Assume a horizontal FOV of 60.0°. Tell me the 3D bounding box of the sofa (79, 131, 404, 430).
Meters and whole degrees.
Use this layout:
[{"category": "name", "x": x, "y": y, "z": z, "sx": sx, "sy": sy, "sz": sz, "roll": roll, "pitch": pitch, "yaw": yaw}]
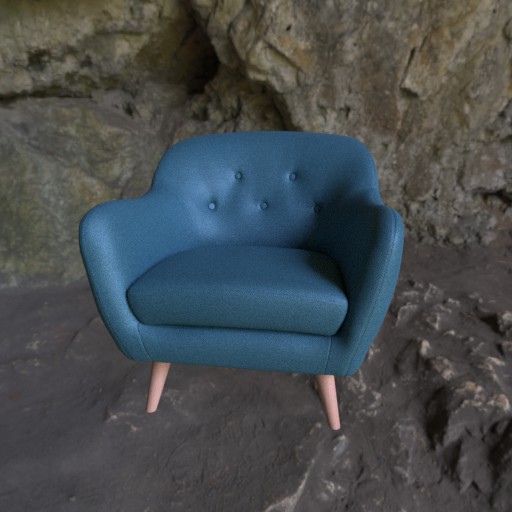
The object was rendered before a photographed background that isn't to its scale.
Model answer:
[{"category": "sofa", "x": 0.000, "y": 0.000, "z": 1.492, "sx": 0.836, "sy": 0.817, "sz": 0.825, "roll": 2, "pitch": 15, "yaw": 8}]
